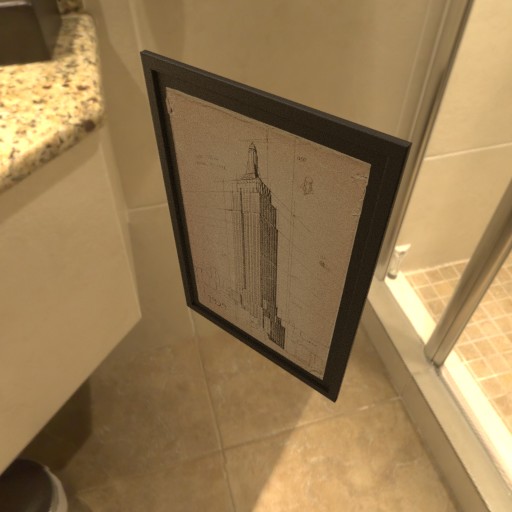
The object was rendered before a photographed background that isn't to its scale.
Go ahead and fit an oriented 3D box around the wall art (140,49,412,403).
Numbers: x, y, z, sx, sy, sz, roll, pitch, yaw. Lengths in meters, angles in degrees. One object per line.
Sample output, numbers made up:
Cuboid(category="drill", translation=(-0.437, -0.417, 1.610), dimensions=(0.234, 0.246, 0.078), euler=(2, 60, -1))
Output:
Cuboid(category="wall art", translation=(0.000, 0.000, 0.850), dimensions=(0.451, 0.661, 0.012), euler=(29, 53, 24))
